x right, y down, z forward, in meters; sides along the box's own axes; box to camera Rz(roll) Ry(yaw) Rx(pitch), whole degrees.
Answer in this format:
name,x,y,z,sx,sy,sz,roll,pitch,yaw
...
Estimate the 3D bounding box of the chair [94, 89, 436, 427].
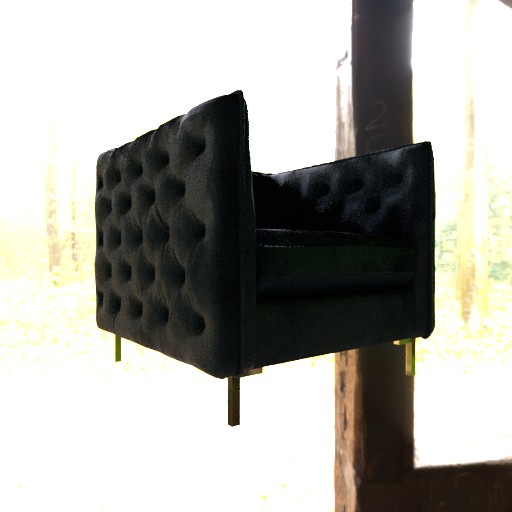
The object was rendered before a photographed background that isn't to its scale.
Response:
name,x,y,z,sx,sy,sz,roll,pitch,yaw
chair,0.000,0.000,1.524,0.868,0.771,0.877,0,0,-37
